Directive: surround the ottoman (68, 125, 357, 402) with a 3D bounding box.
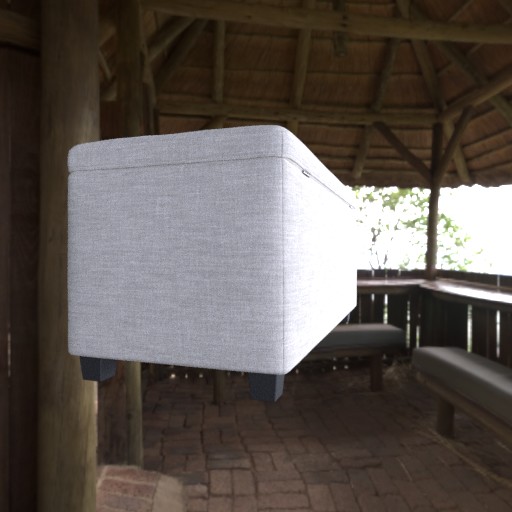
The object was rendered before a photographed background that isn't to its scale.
[{"bbox_3d":[0.000,0.000,1.120,0.419,0.432,0.902,0,1,19],"label":"ottoman"}]
